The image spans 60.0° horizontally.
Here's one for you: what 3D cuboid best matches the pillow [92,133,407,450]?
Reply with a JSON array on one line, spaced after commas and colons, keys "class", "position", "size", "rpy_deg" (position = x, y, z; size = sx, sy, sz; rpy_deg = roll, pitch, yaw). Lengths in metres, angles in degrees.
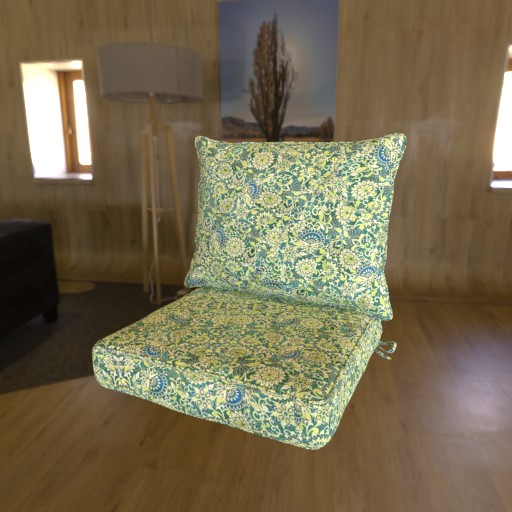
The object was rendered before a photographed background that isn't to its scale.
[{"class": "pillow", "position": [0.000, 0.000, 1.345], "size": [0.798, 0.722, 0.740], "rpy_deg": [7, 16, 25]}]
